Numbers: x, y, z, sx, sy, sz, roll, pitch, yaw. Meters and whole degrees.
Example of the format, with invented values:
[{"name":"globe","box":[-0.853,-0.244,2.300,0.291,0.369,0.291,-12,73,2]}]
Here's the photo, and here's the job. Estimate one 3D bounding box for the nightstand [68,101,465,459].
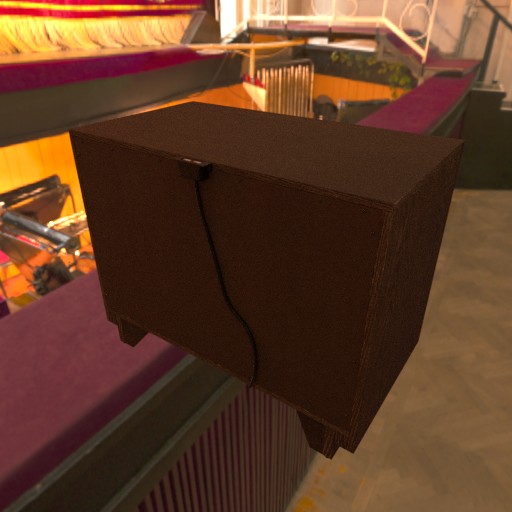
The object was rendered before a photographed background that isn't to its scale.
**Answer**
[{"name":"nightstand","box":[0.000,0.000,1.127,0.775,0.612,0.457,19,35,30]}]
